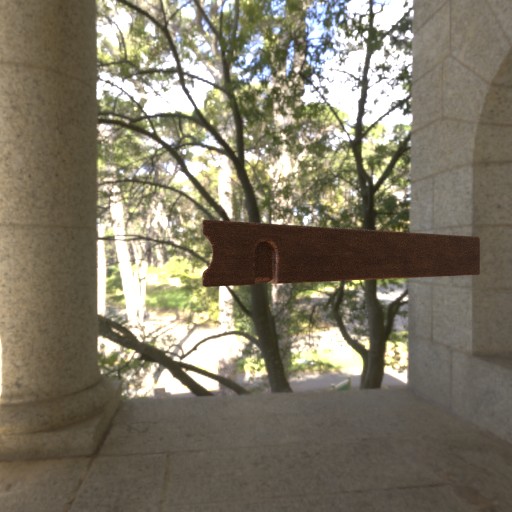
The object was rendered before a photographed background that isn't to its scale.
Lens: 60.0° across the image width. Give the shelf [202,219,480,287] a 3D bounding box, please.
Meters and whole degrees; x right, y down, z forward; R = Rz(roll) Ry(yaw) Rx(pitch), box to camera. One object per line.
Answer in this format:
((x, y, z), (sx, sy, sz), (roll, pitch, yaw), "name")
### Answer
((0.000, 0.000, 0.435), (0.296, 0.035, 0.296), (0, 0, -38), "shelf")
